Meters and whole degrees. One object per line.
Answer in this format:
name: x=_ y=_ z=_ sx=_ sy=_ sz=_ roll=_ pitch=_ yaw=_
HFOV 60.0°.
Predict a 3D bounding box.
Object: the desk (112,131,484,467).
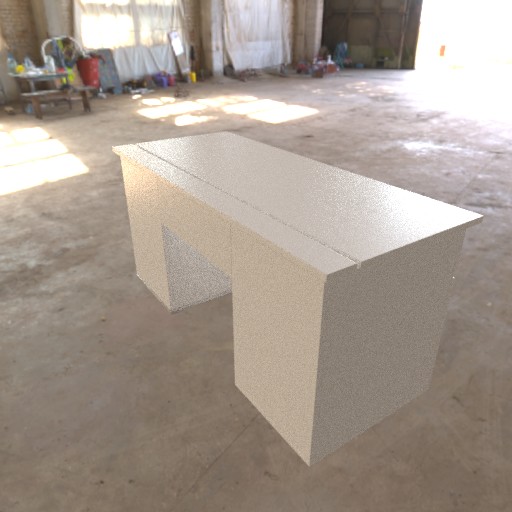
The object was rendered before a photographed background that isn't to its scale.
desk: x=0.000 y=0.000 z=1.991 sx=0.670 sy=0.760 sz=1.580 roll=-17 pitch=32 yaw=-30
